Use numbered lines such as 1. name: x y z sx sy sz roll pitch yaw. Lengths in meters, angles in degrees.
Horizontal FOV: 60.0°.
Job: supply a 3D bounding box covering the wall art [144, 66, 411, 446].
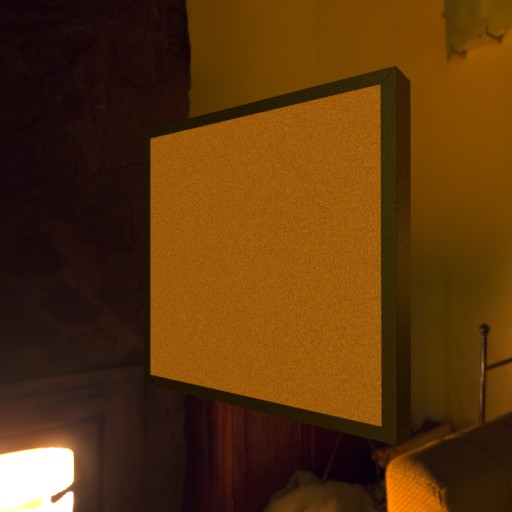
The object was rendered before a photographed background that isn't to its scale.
1. wall art: 0.000 0.000 0.458 0.304 0.304 0.038 0 0 36
